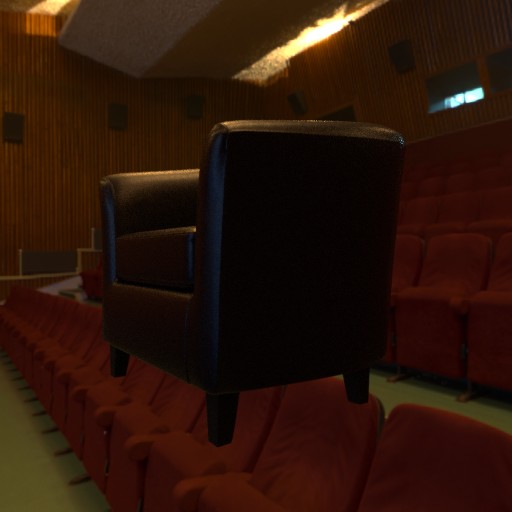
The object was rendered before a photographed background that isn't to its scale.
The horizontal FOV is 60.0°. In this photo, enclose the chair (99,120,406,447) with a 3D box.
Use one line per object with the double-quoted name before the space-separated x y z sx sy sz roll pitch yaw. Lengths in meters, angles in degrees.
"chair" 0.000 0.000 1.333 0.727 0.756 0.793 0 0 -36
